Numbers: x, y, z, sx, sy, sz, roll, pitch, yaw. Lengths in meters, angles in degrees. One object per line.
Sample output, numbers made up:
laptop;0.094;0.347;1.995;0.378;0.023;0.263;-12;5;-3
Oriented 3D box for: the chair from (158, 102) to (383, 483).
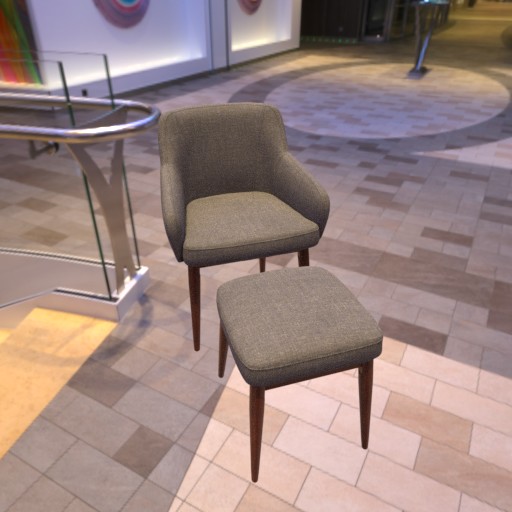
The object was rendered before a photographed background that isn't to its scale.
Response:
chair;0.000;0.000;1.535;0.584;0.799;1.107;-9;33;-15
